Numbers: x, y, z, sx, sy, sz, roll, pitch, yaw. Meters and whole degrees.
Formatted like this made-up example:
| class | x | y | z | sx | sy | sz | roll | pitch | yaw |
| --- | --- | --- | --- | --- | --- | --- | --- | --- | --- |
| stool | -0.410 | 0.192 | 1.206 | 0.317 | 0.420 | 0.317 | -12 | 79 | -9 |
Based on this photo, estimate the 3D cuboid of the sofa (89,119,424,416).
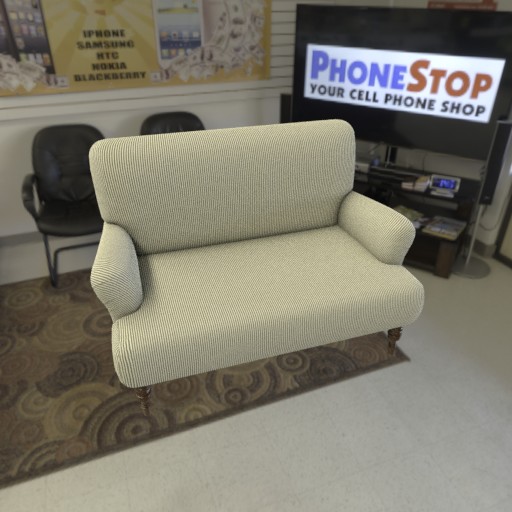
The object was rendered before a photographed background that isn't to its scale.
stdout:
| class | x | y | z | sx | sy | sz | roll | pitch | yaw |
| --- | --- | --- | --- | --- | --- | --- | --- | --- | --- |
| sofa | 0.000 | 0.000 | 1.875 | 1.297 | 0.889 | 0.779 | -9 | 32 | -15 |
